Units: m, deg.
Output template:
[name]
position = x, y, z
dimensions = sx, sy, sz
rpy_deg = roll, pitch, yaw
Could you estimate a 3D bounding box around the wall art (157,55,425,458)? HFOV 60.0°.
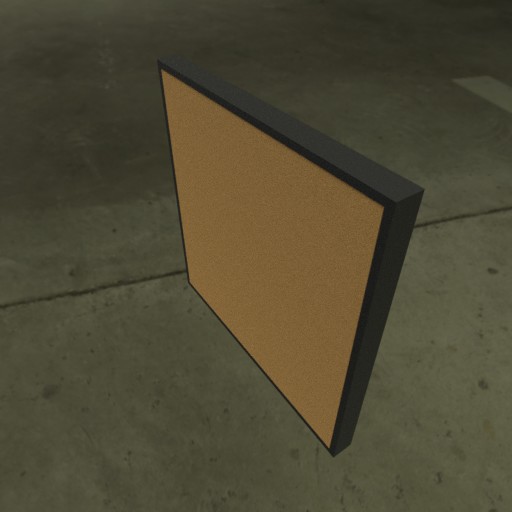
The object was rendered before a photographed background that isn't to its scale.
[wall art]
position = 0.000, 0.000, 0.740
dimensions = 0.040, 0.509, 0.509
rpy_deg = -24, 46, -26
